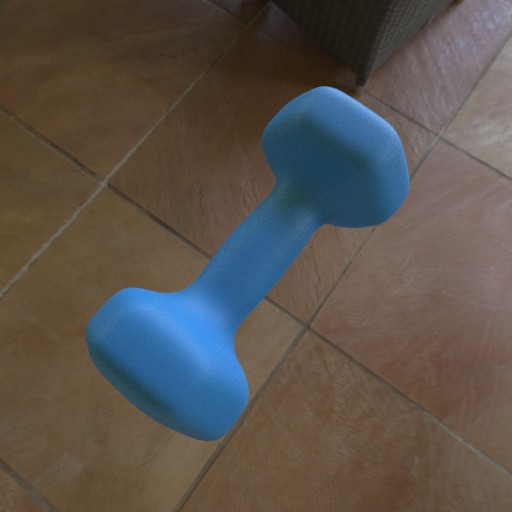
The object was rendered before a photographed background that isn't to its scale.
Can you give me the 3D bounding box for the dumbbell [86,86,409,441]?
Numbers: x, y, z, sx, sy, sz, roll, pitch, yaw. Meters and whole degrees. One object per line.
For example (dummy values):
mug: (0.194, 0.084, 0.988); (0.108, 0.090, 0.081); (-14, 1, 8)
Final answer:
dumbbell: (0.000, 0.000, 0.193); (0.074, 0.066, 0.152); (38, 77, 10)
